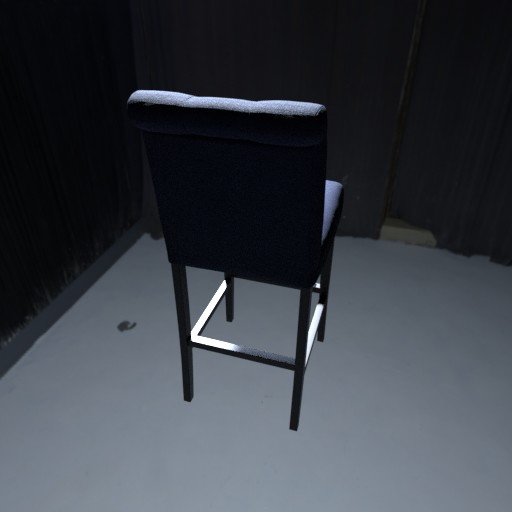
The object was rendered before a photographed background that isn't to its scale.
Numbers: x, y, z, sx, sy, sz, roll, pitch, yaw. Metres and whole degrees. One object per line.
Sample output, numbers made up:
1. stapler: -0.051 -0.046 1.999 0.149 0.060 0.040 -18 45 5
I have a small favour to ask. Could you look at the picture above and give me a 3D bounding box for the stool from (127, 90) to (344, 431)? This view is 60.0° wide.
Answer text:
1. stool: 0.000 0.000 1.487 0.493 1.140 0.601 10 34 15
